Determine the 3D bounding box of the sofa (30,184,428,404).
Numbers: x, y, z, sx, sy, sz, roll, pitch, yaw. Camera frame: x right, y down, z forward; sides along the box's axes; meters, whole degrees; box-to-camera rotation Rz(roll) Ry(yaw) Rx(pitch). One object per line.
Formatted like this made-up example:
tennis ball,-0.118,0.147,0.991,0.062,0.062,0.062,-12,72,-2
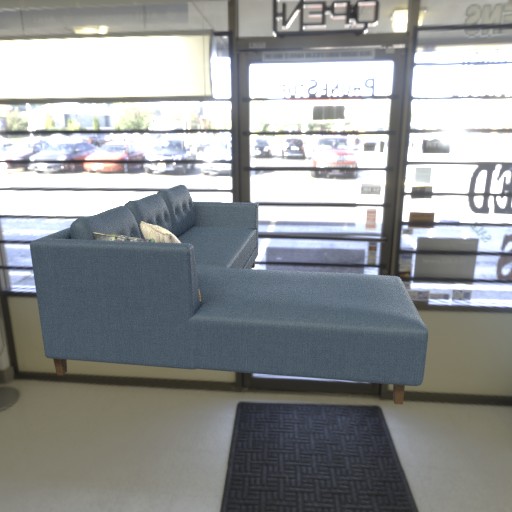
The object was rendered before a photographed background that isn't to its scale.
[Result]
sofa,0.000,0.000,3.016,1.829,0.787,2.120,2,16,8
